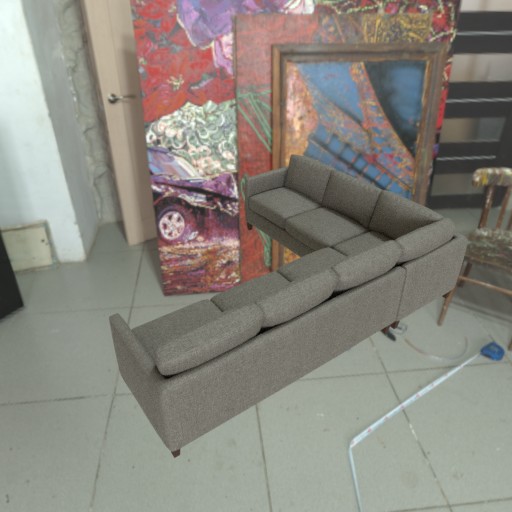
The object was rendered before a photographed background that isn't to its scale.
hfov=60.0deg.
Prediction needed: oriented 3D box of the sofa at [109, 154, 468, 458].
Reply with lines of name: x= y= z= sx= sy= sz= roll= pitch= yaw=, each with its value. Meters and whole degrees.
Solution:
sofa: x=0.000 y=0.000 z=4.493 sx=3.302 sy=0.947 sz=2.593 roll=-21 pitch=38 yaw=-30
